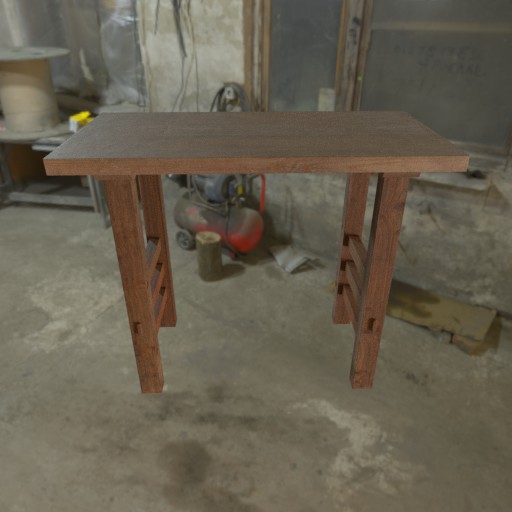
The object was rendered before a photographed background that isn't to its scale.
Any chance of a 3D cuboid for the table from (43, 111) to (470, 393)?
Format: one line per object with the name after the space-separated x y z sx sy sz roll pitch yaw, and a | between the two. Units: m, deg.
0.000 0.000 1.627 1.119 0.914 0.556 -1 30 -1 | table
